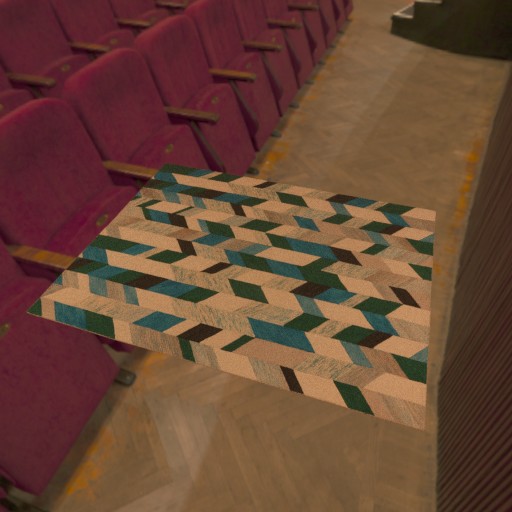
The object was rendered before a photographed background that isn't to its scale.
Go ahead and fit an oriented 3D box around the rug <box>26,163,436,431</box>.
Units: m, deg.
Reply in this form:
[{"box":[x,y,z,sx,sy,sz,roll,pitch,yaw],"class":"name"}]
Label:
[{"box":[0.000,0.000,3.986,3.036,0.008,2.440,13,44,14],"class":"rug"}]
